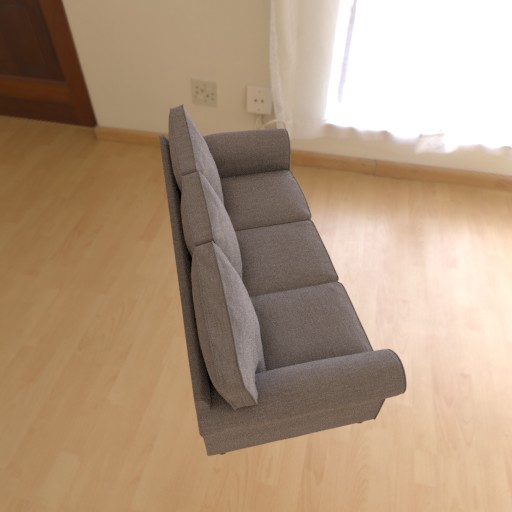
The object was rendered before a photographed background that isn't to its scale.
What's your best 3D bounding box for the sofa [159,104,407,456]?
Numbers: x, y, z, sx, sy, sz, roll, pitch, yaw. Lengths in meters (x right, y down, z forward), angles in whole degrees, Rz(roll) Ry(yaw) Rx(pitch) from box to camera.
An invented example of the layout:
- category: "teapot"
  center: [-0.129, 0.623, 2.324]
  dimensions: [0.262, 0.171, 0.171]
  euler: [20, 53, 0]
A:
- category: "sofa"
  center: [0.000, 0.000, 2.620]
  dimensions: [0.916, 0.961, 2.084]
  euler: [-9, 48, -8]
